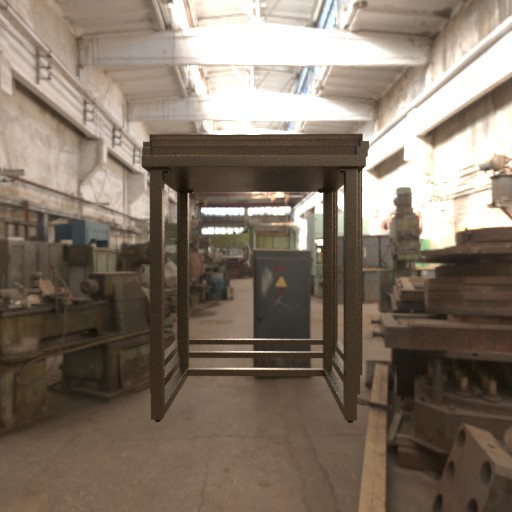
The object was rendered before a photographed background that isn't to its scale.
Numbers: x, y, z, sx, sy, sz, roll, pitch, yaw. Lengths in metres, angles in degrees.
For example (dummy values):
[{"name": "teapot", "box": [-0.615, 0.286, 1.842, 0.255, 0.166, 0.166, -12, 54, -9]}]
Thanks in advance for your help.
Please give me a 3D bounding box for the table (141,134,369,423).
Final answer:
[{"name": "table", "box": [0.000, 0.000, 1.148, 0.559, 0.610, 0.706, 0, 0, 1]}]
